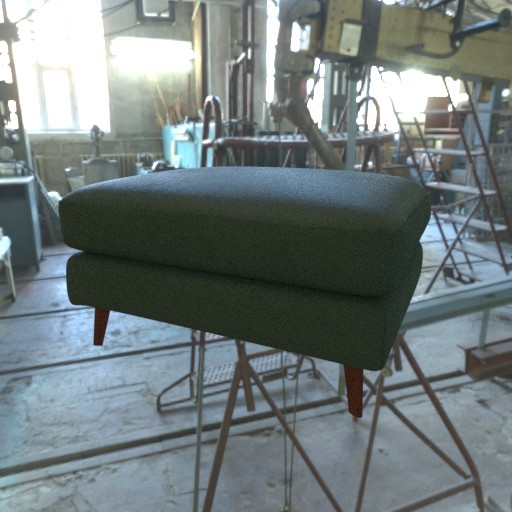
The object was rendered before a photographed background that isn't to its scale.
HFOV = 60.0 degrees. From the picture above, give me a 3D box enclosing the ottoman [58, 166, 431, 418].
[{"bbox_3d":[0.000,0.000,1.174,0.811,0.449,0.608,8,18,25],"label":"ottoman"}]
